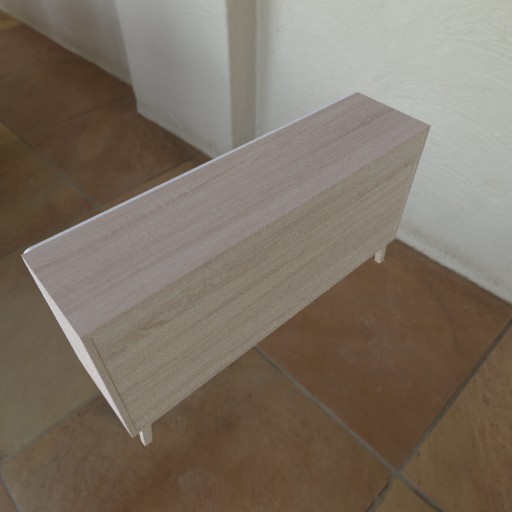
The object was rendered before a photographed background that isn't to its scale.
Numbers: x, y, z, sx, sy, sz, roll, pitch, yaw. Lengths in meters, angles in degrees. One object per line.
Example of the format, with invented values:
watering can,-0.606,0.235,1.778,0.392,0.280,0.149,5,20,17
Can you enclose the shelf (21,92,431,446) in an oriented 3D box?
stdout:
shelf,0.000,0.000,1.802,1.490,0.780,0.400,-33,55,-27
